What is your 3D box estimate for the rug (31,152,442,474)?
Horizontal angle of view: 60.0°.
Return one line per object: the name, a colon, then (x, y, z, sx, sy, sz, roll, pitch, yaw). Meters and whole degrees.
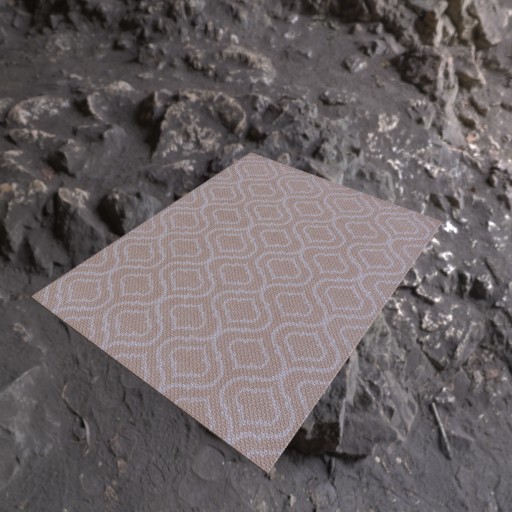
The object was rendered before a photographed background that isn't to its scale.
rug: (0.000, 0.000, 3.863, 2.286, 0.013, 2.894, 26, 48, 26)
